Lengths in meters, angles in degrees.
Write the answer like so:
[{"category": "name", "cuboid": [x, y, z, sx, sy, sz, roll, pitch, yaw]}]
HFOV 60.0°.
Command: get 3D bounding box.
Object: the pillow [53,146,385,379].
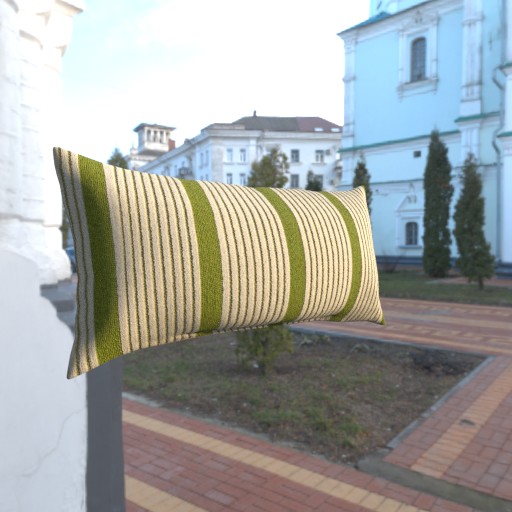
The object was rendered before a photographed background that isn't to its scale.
[{"category": "pillow", "cuboid": [0.000, 0.000, 0.733, 0.608, 0.292, 0.156, -1, 2, -36]}]
